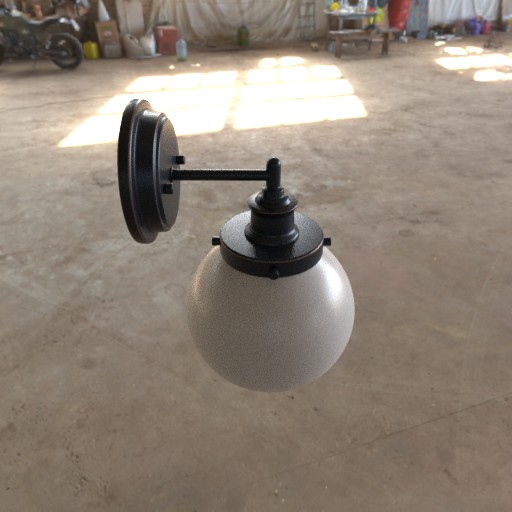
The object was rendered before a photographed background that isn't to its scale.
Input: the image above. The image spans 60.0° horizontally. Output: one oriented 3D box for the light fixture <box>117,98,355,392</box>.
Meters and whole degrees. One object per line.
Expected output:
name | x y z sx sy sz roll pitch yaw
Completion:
light fixture | 0.000 0.000 0.488 0.230 0.332 0.197 0 33 0
